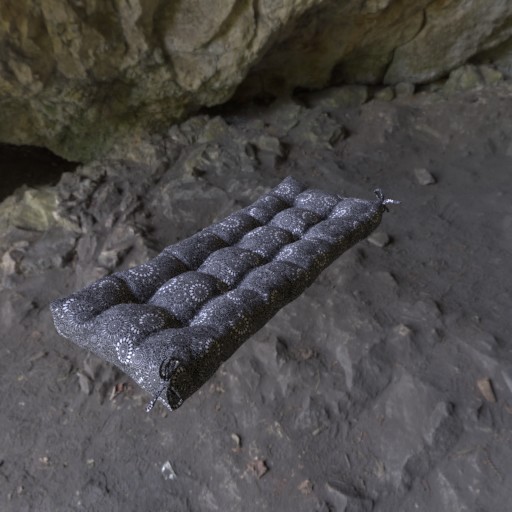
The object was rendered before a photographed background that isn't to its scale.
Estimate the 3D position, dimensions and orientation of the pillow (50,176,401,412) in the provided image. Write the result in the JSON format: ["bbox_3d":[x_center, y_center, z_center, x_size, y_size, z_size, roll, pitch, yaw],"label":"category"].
[{"bbox_3d":[0.000,0.000,1.386,0.511,0.174,1.194,21,37,31],"label":"pillow"}]
